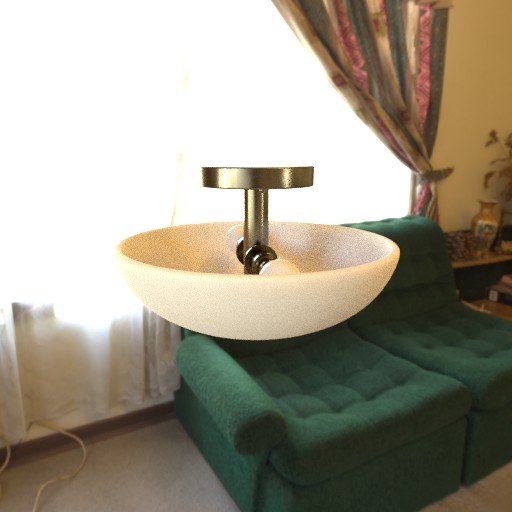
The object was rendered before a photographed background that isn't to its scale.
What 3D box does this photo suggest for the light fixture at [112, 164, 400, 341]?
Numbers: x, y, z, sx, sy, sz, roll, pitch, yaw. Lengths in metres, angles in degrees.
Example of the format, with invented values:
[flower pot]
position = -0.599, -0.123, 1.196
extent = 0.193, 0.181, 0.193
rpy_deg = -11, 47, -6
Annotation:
[light fixture]
position = 0.000, 0.000, 0.537
extent = 0.330, 0.214, 0.330
rpy_deg = 0, 13, 0
